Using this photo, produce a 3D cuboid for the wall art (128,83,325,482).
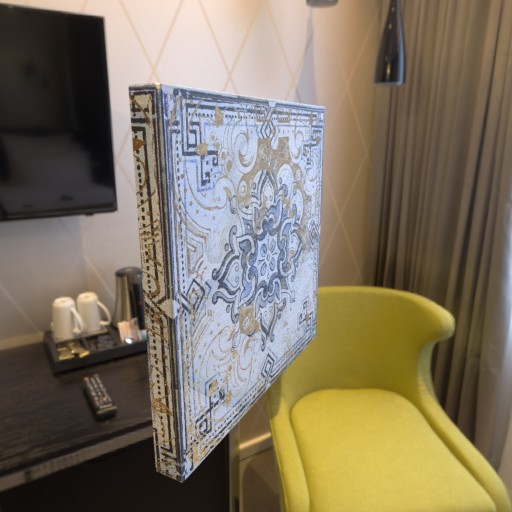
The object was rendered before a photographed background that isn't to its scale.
[{"bbox_3d":[0.000,0.000,0.613,0.038,0.410,0.411,8,18,27],"label":"wall art"}]
